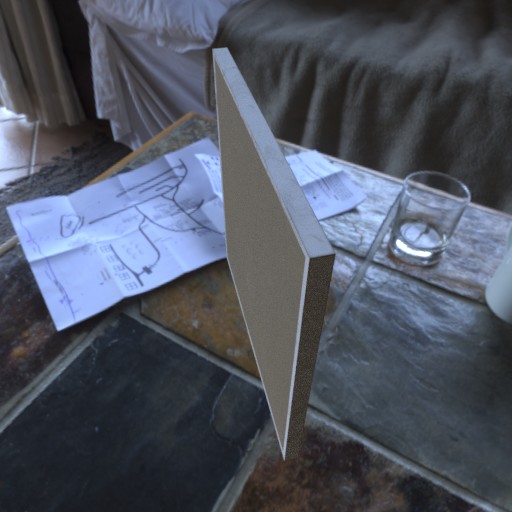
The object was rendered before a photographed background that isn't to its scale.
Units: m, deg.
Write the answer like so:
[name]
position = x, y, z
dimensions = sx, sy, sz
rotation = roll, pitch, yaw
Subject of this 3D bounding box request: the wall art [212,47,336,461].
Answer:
[wall art]
position = 0.000, 0.000, 1.140
dimensions = 0.038, 0.757, 0.760
rotation = -10, 47, -10
